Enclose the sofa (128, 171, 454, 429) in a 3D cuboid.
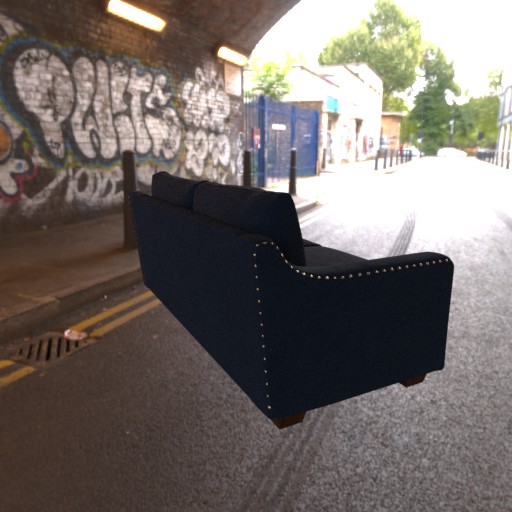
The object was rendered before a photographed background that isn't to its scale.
[{"bbox_3d":[0.000,0.000,2.782,1.104,0.983,2.107,-7,16,-27],"label":"sofa"}]
